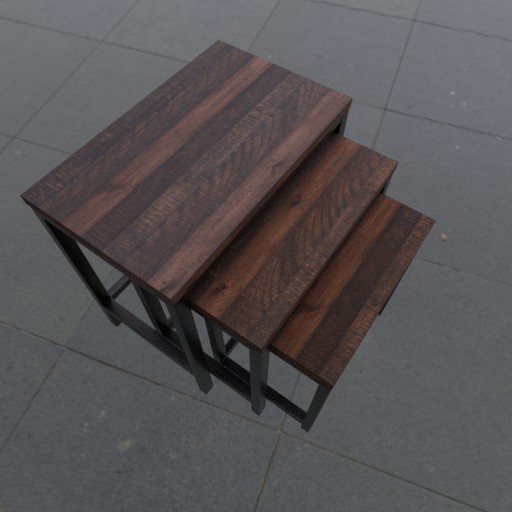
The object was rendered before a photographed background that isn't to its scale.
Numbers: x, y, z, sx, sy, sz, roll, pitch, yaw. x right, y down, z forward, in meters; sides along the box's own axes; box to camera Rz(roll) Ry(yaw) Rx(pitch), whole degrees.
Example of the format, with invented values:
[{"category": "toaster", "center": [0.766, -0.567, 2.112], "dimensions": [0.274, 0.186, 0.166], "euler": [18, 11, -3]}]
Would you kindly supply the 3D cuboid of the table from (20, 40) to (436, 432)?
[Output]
[{"category": "table", "center": [0.000, 0.000, 1.126], "dimensions": [0.660, 0.616, 0.608], "euler": [31, 63, 18]}]
